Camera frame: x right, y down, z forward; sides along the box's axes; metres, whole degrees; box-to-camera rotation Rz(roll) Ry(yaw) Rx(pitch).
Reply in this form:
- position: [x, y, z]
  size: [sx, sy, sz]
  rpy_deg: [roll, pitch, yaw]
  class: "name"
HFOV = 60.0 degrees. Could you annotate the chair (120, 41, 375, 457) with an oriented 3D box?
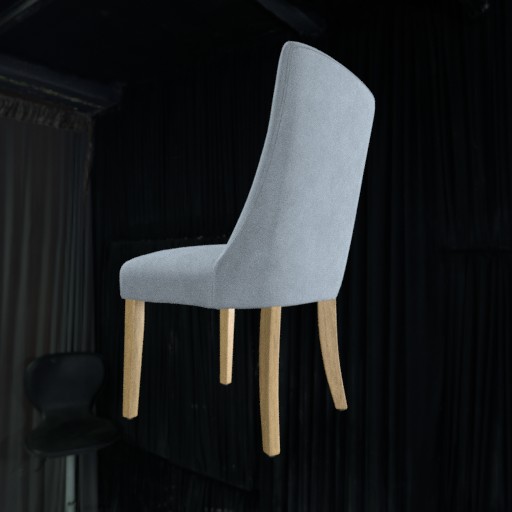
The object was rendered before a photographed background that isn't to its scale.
- position: [0.000, 0.000, 1.250]
  size: [0.610, 0.902, 0.495]
  rpy_deg: [-1, -1, 35]
  class: "chair"
